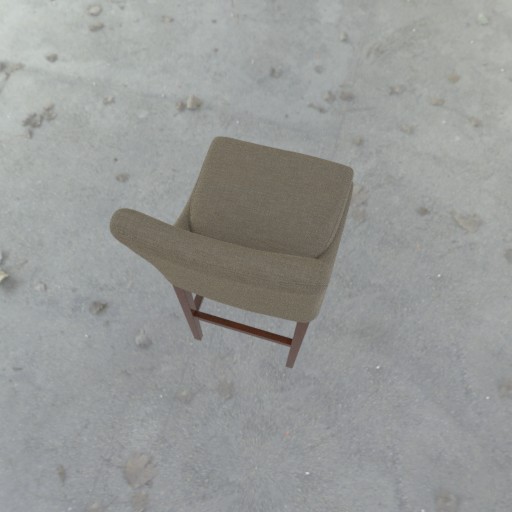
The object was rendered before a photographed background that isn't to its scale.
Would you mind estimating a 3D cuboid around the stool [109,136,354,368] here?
[{"bbox_3d":[0.000,0.000,1.370,0.470,1.078,0.577,15,65,7],"label":"stool"}]
